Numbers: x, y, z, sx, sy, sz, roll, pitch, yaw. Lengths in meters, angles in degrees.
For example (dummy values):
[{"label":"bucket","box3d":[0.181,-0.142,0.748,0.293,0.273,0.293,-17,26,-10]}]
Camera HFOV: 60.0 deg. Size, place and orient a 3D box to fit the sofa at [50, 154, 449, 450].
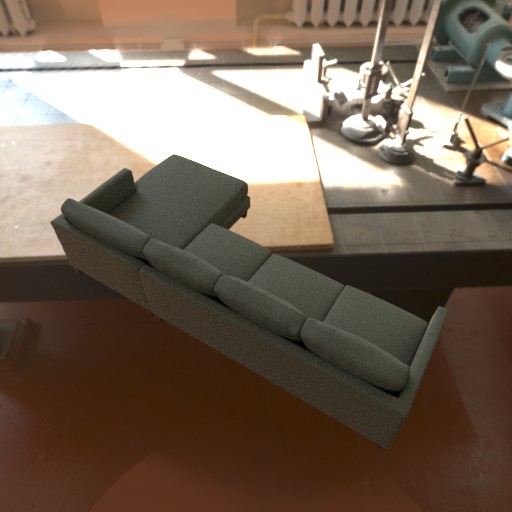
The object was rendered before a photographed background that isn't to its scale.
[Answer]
[{"label":"sofa","box3d":[0.000,0.000,3.863,3.186,0.861,1.625,25,53,21]}]
